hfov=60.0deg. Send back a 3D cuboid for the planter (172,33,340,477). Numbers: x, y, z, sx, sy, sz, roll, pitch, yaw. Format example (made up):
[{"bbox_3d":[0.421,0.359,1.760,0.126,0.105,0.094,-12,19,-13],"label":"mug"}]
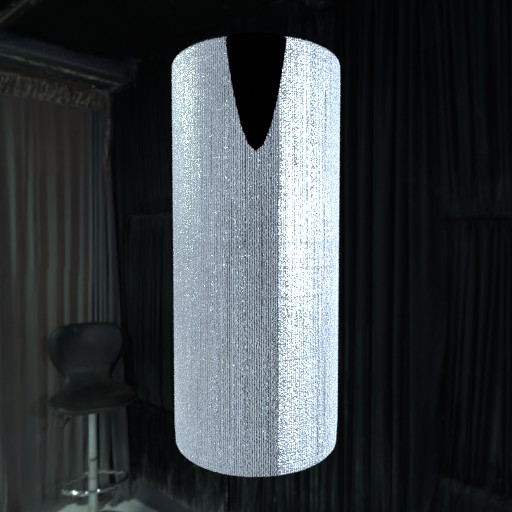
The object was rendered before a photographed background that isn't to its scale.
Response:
[{"bbox_3d":[0.000,0.000,0.124,0.045,0.103,0.045,2,3,36],"label":"planter"}]
